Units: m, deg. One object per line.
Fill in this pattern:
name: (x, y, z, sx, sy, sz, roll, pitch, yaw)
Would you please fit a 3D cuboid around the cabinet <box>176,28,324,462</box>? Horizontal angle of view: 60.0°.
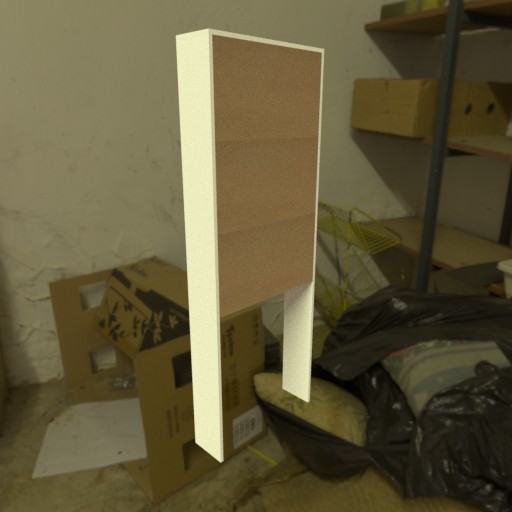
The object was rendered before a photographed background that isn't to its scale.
cabinet: (0.000, 0.000, 2.021, 0.192, 1.770, 0.643, 16, 24, 42)
